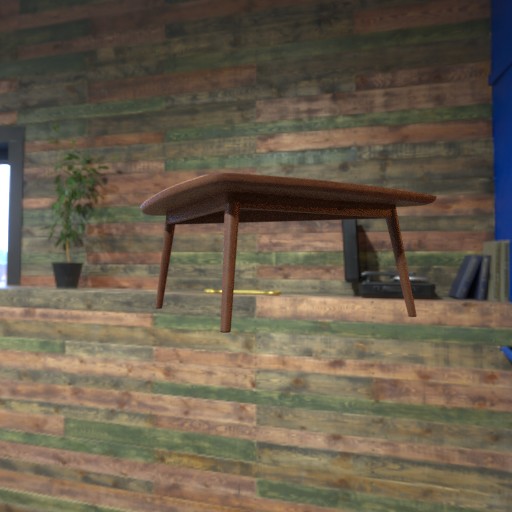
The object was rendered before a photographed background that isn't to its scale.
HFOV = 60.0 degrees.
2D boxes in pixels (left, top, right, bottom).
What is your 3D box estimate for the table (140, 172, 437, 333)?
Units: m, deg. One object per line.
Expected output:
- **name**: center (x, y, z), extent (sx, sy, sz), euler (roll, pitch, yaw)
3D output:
- **table**: center (0.000, 0.000, 1.276), extent (1.008, 0.365, 0.601), euler (0, -1, 17)
